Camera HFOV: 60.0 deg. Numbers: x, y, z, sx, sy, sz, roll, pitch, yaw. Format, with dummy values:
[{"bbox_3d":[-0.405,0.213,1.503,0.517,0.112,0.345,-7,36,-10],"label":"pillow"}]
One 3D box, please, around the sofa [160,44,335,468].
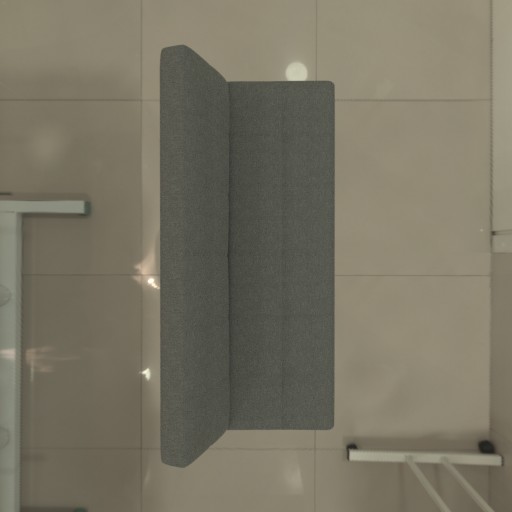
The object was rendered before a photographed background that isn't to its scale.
[{"bbox_3d":[0.000,0.000,2.233,0.820,0.770,1.820,0,90,0],"label":"sofa"}]
